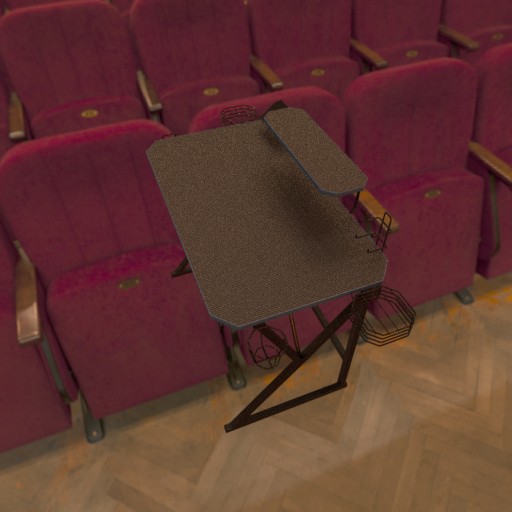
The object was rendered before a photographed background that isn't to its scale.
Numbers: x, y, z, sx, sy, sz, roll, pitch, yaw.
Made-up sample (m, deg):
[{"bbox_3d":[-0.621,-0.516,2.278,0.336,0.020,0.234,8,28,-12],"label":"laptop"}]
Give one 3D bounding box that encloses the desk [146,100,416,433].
[{"bbox_3d":[0.000,0.000,1.749,0.594,0.909,1.295,-16,48,-15],"label":"desk"}]
